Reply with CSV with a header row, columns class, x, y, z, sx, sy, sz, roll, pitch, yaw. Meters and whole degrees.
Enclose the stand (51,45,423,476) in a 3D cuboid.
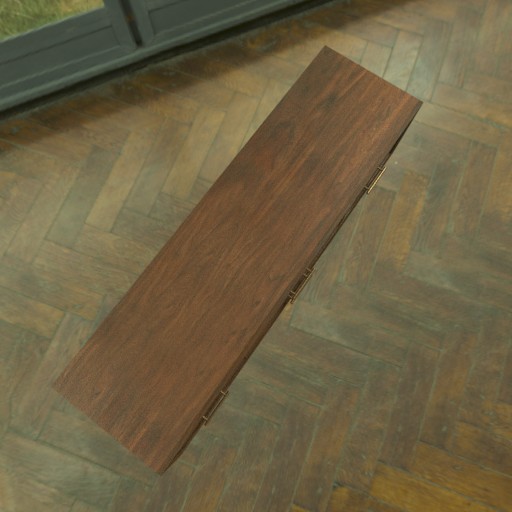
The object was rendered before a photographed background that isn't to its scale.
class,x,y,z,sx,sy,sz,roll,pitch,yaw
stand,0.000,0.000,1.871,0.481,0.610,1.626,35,77,9
